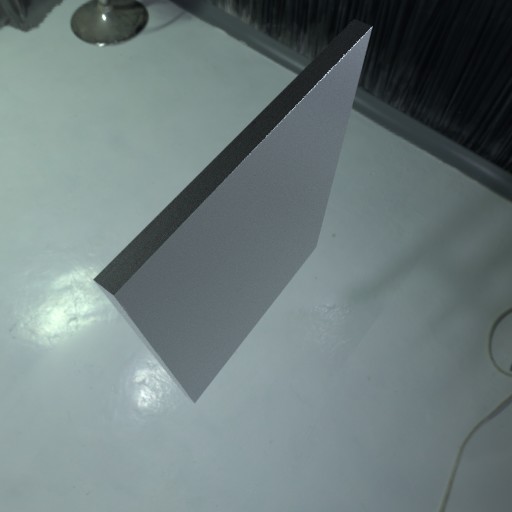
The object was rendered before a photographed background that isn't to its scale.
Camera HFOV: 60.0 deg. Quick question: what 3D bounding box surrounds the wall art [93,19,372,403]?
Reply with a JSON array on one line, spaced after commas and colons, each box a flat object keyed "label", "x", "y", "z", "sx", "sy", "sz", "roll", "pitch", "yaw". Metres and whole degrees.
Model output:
[{"label": "wall art", "x": 0.000, "y": 0.000, "z": 0.719, "sx": 0.025, "sy": 0.569, "sz": 0.444, "roll": 34, "pitch": 68, "yaw": 16}]
